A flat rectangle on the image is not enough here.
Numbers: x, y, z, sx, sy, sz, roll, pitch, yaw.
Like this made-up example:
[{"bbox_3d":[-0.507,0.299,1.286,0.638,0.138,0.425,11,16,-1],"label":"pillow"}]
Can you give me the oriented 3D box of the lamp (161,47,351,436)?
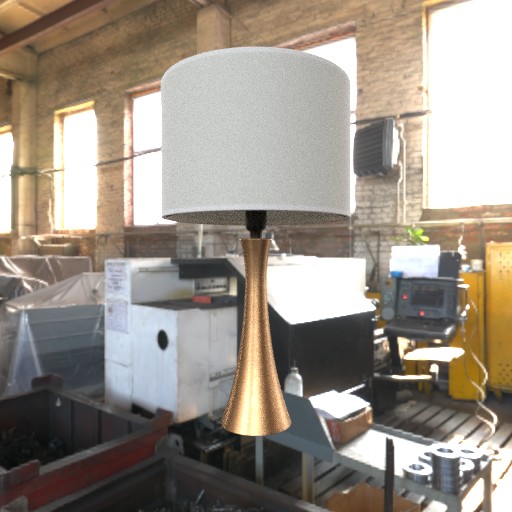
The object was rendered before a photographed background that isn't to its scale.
[{"bbox_3d":[0.000,0.000,0.639,0.268,0.479,0.268,0,0,0],"label":"lamp"}]
